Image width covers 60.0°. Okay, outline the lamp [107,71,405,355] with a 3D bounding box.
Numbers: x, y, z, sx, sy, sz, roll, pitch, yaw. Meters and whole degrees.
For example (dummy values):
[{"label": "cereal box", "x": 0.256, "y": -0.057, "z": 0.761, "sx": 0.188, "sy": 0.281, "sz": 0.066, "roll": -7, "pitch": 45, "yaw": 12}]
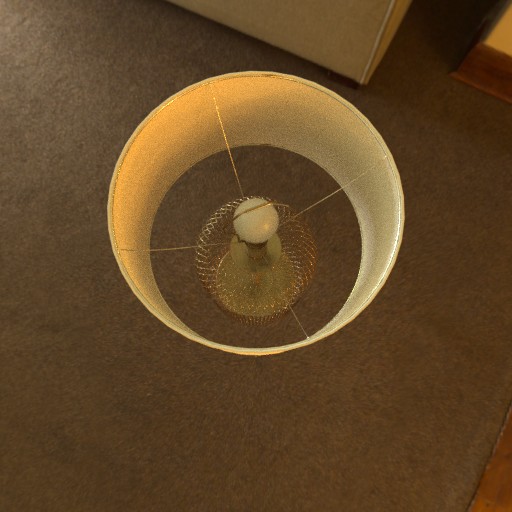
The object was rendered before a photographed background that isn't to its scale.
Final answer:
[{"label": "lamp", "x": 0.000, "y": 0.000, "z": 0.807, "sx": 0.353, "sy": 0.578, "sz": 0.353, "roll": 0, "pitch": 77, "yaw": 0}]
